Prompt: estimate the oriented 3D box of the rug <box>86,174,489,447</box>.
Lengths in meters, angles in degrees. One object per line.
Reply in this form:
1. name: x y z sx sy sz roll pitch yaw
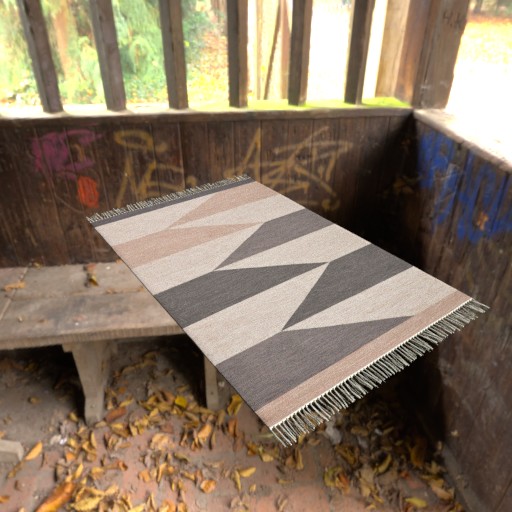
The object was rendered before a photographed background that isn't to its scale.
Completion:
1. rug: 0.000 0.000 2.428 1.224 0.027 2.021 -21 38 -30
